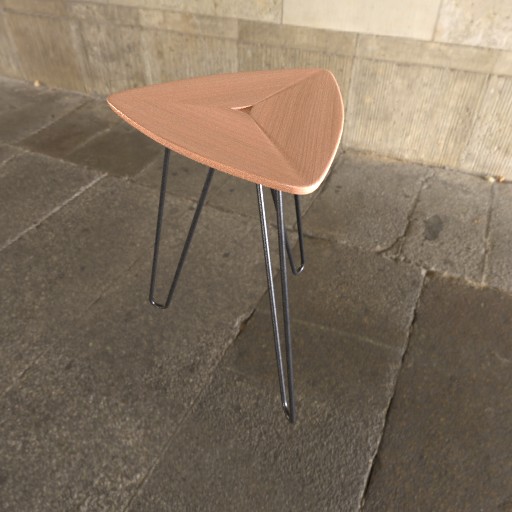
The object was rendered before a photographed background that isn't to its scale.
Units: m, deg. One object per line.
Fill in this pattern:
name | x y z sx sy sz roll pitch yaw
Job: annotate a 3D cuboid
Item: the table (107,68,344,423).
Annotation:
table | 0.000 0.000 0.886 0.442 0.564 0.455 -13 43 -14
